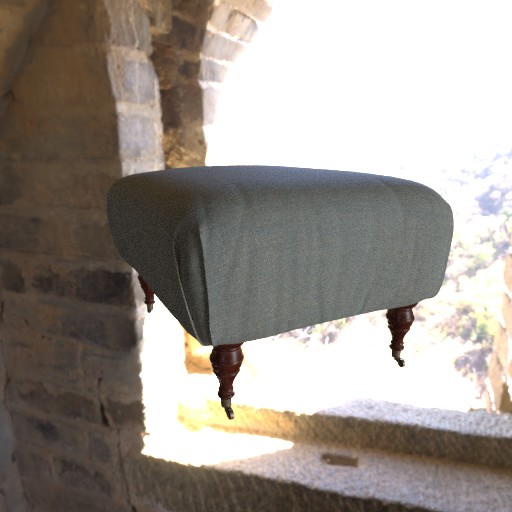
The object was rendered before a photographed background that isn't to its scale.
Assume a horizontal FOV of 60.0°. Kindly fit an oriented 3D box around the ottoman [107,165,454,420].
[{"bbox_3d":[0.000,0.000,1.127,0.622,0.450,0.747,-7,16,-26],"label":"ottoman"}]
